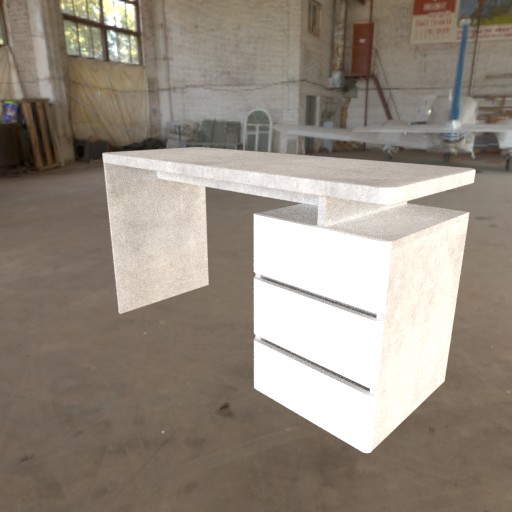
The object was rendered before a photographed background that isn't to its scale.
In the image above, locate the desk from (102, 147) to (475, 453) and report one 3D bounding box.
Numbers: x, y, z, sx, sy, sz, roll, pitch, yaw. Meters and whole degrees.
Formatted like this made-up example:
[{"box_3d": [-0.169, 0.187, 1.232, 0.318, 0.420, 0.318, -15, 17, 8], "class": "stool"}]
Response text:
[{"box_3d": [0.000, 0.000, 1.763, 1.400, 0.755, 0.550, 17, 24, 42], "class": "desk"}]
